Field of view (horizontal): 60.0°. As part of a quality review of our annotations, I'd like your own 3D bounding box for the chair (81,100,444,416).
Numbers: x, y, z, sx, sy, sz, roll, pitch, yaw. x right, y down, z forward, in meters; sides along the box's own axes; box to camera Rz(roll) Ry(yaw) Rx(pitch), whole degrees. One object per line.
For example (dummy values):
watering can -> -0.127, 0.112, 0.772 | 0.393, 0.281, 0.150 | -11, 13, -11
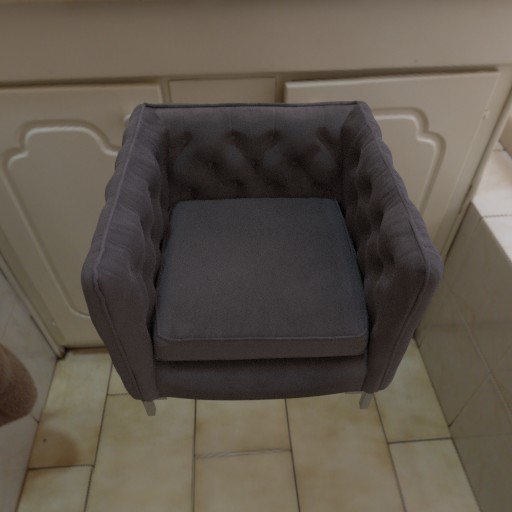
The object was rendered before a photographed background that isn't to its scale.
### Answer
chair -> 0.000, 0.000, 1.640 | 0.946, 0.807, 0.913 | -1, 46, -1
